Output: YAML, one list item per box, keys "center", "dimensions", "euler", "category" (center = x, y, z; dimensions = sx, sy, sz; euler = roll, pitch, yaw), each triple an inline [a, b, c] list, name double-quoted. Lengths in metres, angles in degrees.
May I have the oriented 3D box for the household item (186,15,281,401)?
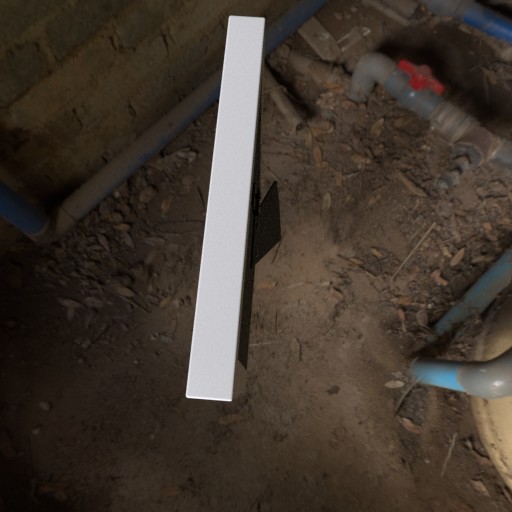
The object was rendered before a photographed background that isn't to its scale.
- center: [0.000, 0.000, 0.335]
  dimensions: [0.045, 0.250, 0.200]
  euler: [4, 74, 1]
  category: "household item"
